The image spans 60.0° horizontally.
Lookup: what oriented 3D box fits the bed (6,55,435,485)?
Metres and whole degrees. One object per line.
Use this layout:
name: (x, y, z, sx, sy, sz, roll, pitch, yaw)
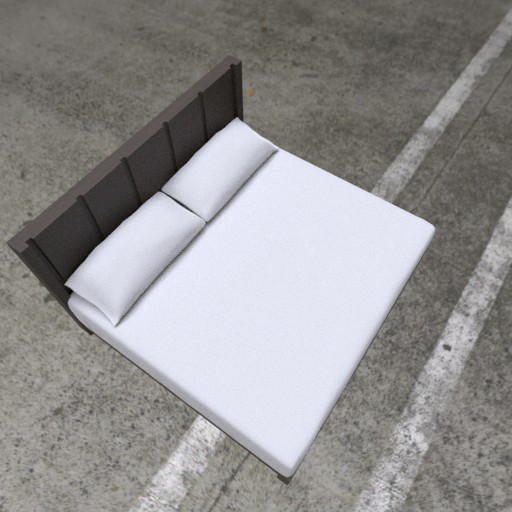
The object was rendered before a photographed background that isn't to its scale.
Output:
bed: (0.000, 0.000, 3.239, 2.012, 1.270, 2.134, 31, 63, 17)
